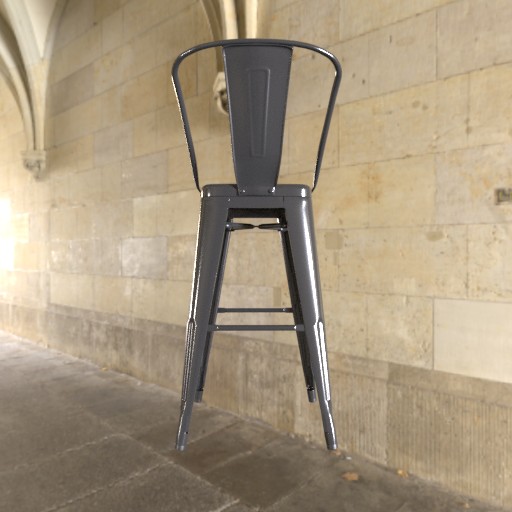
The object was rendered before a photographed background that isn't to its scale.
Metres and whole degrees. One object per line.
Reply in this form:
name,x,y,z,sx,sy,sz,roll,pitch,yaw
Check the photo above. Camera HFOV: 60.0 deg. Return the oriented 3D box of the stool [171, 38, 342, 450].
stool,0.000,0.000,1.297,0.432,1.022,0.528,0,0,-1
